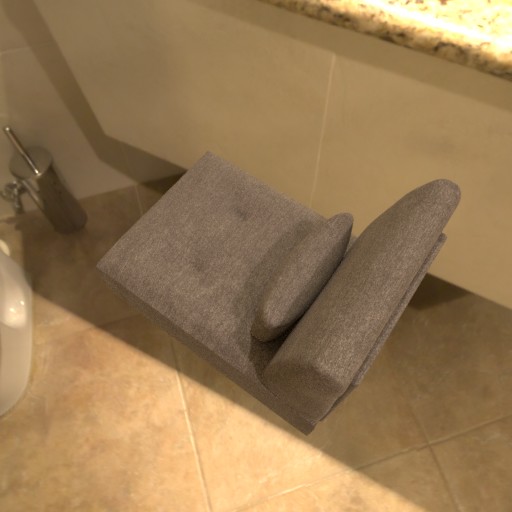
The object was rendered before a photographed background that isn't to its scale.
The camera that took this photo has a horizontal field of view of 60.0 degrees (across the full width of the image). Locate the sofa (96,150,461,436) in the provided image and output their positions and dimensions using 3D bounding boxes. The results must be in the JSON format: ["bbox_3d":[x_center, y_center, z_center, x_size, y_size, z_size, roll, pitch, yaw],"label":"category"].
[{"bbox_3d":[0.000,0.000,1.564,1.000,0.820,0.700,32,67,16],"label":"sofa"}]
